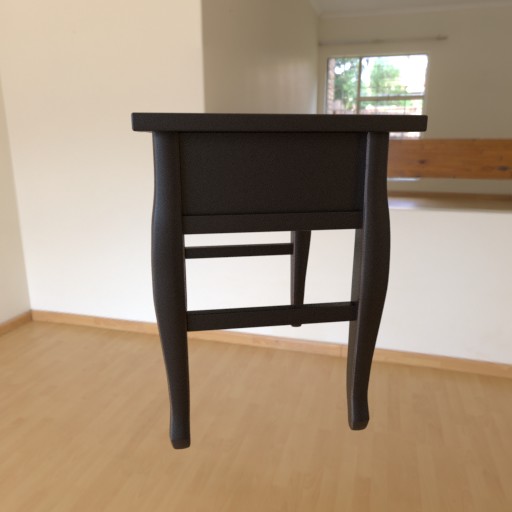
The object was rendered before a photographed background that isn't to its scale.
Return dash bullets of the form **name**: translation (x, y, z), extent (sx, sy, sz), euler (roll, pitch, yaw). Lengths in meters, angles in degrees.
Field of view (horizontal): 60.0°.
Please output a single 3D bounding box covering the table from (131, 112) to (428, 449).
- **table**: translation (0.000, 0.000, 1.034), extent (0.460, 0.604, 0.602), euler (-2, 15, -9)
